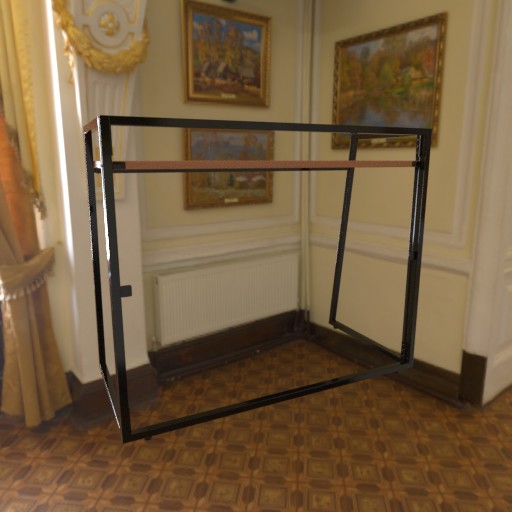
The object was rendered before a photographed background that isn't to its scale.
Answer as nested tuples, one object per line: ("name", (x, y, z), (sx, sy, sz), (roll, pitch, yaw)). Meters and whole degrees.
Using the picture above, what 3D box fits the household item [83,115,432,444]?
("household item", (0.000, 0.000, 1.554), (1.050, 0.860, 0.510), (-6, 14, -25))
